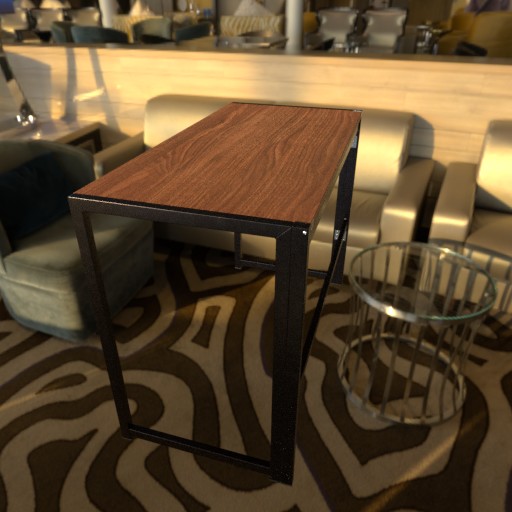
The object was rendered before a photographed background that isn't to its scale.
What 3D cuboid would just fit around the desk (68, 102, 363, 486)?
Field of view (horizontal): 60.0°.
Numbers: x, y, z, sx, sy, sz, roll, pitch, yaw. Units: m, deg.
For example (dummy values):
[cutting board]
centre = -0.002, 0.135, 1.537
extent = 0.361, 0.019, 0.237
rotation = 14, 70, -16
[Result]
[desk]
centre = 0.000, 0.000, 1.462
extent = 0.508, 0.762, 1.016
rotation = 9, 31, 15
